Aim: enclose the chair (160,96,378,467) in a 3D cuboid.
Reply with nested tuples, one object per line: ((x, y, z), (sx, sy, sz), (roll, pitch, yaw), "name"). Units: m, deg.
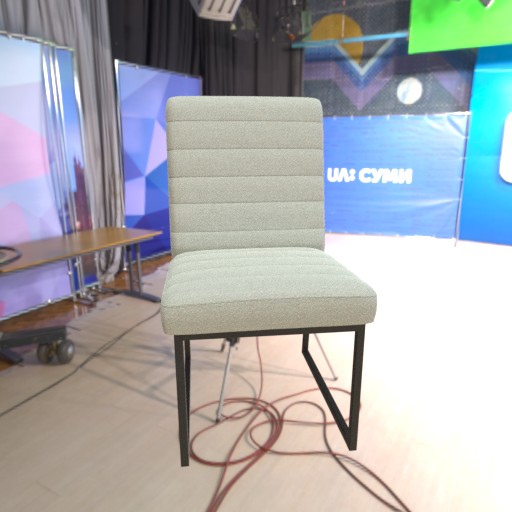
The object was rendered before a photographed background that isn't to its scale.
((0.000, 0.000, 1.313), (0.520, 0.930, 0.634), (-2, 16, -7), "chair")
